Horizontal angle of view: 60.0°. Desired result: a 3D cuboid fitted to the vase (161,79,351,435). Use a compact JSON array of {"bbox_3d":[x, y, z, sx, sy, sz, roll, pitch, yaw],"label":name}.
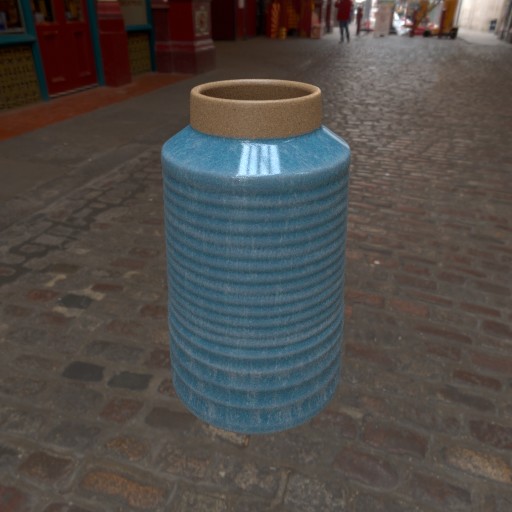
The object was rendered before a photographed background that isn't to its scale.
[{"bbox_3d":[0.000,0.000,0.373,0.163,0.267,0.163,0,30,0],"label":"vase"}]
